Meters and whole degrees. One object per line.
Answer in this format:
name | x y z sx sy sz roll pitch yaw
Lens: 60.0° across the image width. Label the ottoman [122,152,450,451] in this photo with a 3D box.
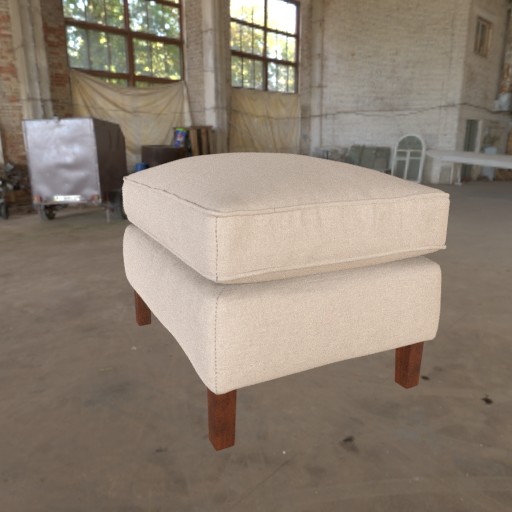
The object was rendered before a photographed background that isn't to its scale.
ottoman | 0.000 0.000 1.002 0.501 0.456 0.665 -7 16 -26
